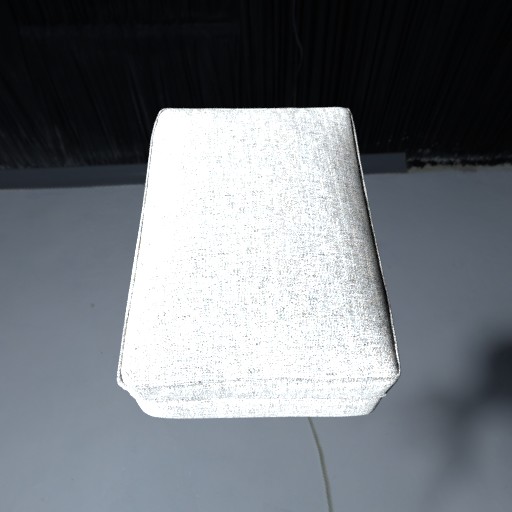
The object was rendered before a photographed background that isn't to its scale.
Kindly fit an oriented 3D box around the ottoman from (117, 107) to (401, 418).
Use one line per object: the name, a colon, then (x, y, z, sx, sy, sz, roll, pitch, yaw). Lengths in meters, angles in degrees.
ottoman: (0.000, 0.000, 1.012, 0.508, 0.406, 0.686, -1, 58, 0)
